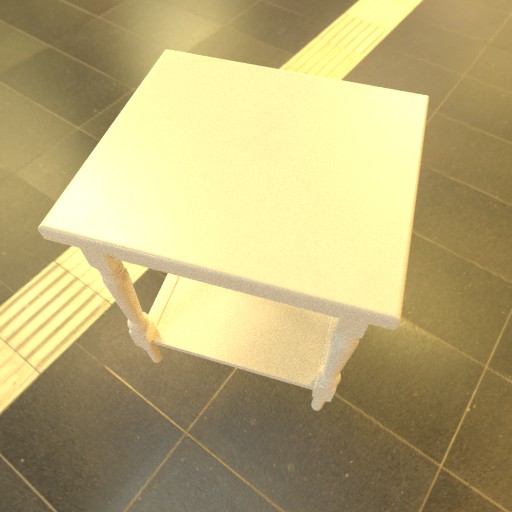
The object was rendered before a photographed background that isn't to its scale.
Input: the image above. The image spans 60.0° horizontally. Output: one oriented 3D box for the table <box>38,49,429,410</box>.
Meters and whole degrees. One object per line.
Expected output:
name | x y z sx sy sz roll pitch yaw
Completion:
table | 0.000 0.000 0.911 0.488 0.565 0.442 14 57 9
